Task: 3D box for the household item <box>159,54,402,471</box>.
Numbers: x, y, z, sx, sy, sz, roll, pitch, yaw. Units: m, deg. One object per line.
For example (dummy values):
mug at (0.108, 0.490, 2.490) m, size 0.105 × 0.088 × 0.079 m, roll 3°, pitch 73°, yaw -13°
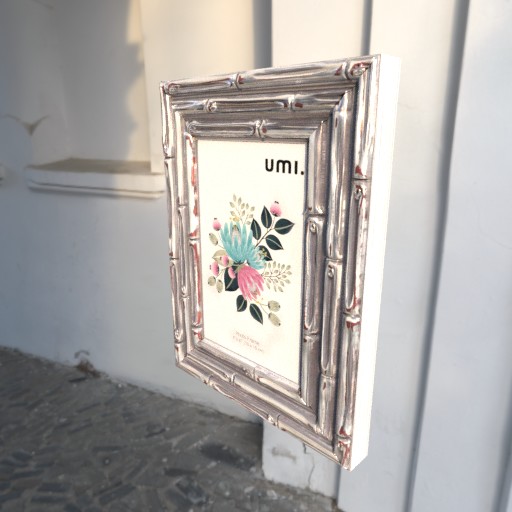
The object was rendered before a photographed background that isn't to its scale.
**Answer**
household item at (0.000, 0.000, 0.280) m, size 0.165 × 0.216 × 0.025 m, roll 15°, pitch 22°, yaw 42°
